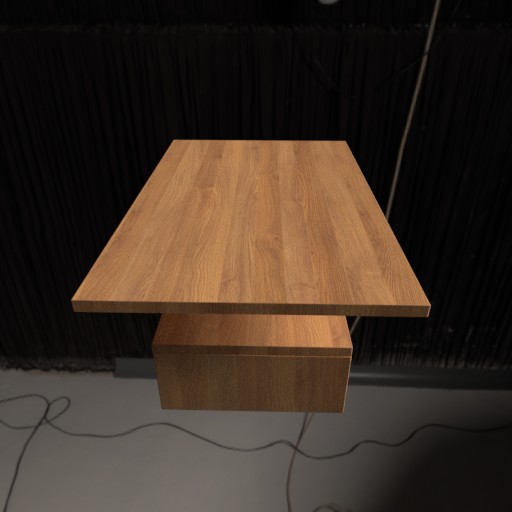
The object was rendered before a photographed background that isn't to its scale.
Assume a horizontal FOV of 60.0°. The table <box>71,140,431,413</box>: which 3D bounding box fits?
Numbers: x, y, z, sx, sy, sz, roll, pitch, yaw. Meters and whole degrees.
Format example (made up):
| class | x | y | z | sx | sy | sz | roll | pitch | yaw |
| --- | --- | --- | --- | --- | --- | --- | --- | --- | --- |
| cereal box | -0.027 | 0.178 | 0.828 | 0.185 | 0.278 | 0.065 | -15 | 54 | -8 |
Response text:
| class | x | y | z | sx | sy | sz | roll | pitch | yaw |
| --- | --- | --- | --- | --- | --- | --- | --- | --- | --- |
| table | 0.000 | 0.000 | 1.446 | 0.700 | 0.442 | 1.100 | 1 | 31 | 1 |
